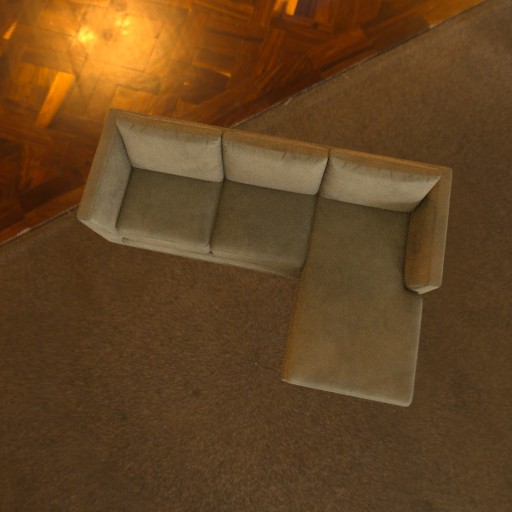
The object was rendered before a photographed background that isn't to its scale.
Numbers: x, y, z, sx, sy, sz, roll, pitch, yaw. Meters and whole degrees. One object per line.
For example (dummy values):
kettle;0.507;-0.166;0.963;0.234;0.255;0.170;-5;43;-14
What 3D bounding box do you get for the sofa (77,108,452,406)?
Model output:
sofa;0.000;0.000;3.144;2.438;0.987;1.622;11;77;3
